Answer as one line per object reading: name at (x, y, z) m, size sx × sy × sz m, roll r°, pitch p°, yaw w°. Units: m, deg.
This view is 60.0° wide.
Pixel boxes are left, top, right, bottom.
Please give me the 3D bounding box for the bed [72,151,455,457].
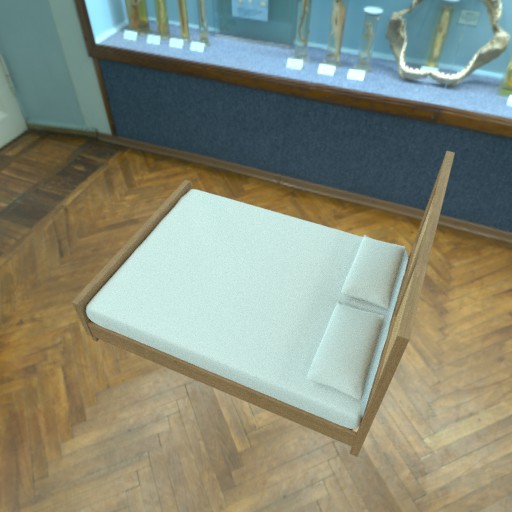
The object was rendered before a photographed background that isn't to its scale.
bed at (0.000, 0.000, 3.252) m, size 2.184 × 1.387 × 1.606 m, roll 18°, pitch 49°, yaw 16°
